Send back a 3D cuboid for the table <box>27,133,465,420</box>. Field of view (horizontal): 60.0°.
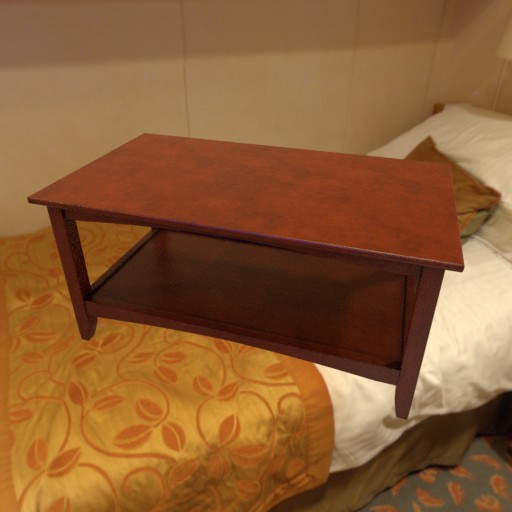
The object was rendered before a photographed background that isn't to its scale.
[{"bbox_3d":[0.000,0.000,1.235,0.943,0.456,0.533,10,33,15],"label":"table"}]
